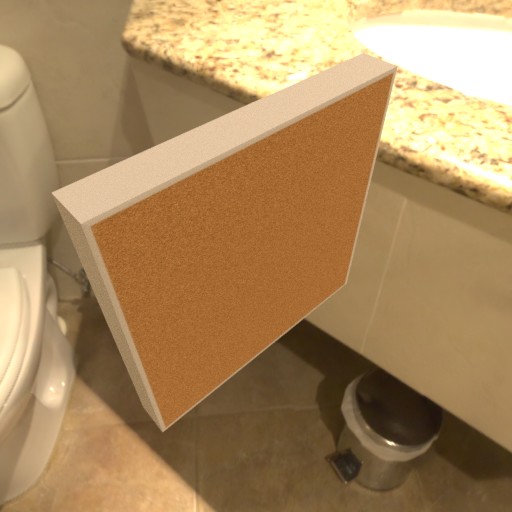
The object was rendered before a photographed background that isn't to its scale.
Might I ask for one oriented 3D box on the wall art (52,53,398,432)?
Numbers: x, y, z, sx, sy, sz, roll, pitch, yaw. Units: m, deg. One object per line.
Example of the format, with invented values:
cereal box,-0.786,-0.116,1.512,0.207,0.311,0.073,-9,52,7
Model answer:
wall art,0.000,0.000,0.444,0.305,0.304,0.038,-34,55,-27
